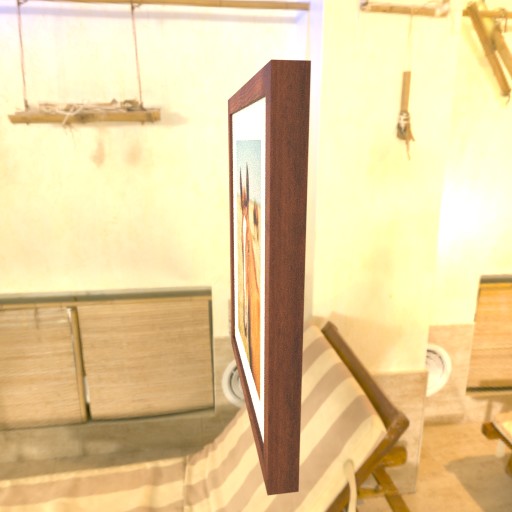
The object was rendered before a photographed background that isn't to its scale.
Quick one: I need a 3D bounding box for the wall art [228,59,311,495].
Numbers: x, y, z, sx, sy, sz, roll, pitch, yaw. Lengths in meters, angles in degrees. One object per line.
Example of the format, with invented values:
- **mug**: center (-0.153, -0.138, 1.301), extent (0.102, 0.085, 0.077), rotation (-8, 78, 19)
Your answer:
- **wall art**: center (0.000, 0.000, 0.530), extent (0.030, 0.381, 0.330), rotation (-2, 15, -9)
